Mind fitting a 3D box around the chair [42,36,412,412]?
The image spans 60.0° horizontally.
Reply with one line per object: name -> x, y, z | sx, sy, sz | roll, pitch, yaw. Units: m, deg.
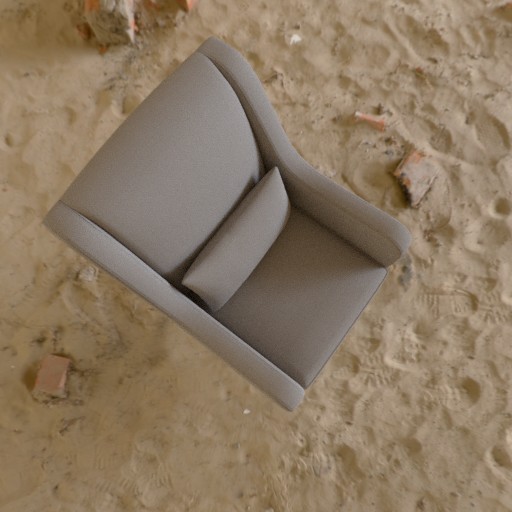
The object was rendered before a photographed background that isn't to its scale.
chair -> 0.000, 0.000, 1.588 | 0.863, 1.010, 0.715 | 36, 79, 8
